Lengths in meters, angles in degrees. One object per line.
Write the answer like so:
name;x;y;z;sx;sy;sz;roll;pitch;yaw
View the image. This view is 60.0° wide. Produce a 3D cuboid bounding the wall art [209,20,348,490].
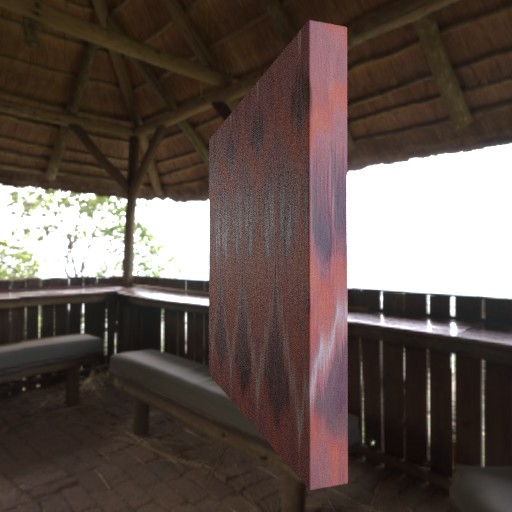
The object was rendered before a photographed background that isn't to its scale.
wall art;0.000;0.000;0.579;0.038;0.406;0.403;0;0;-18
